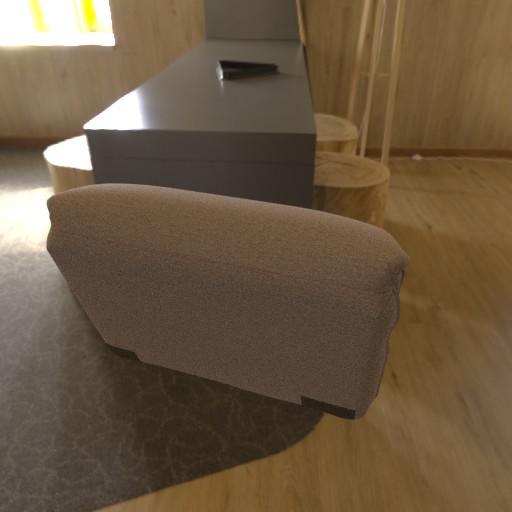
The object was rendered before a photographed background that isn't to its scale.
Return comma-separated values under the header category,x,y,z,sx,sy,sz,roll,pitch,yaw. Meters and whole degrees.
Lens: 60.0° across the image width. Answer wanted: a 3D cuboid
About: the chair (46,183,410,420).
category,x,y,z,sx,sy,sz,roll,pitch,yaw
chair,0.000,0.000,1.306,0.820,0.580,0.780,10,34,16
